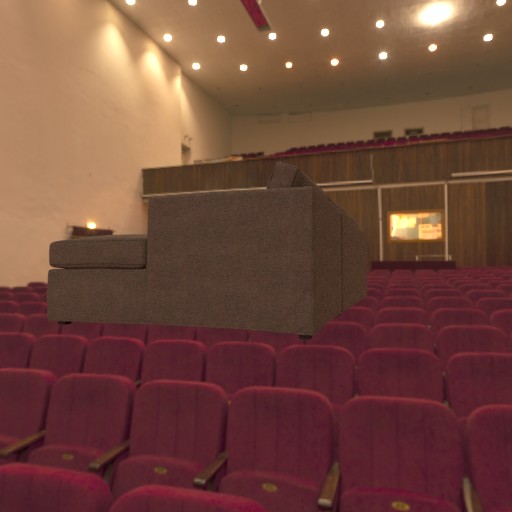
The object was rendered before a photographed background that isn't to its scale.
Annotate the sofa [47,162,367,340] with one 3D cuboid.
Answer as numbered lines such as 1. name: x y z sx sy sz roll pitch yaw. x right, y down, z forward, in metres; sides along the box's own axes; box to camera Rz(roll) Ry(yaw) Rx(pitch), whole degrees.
1. sofa: 0.000 0.000 3.871 1.650 0.922 3.205 -1 -2 18
